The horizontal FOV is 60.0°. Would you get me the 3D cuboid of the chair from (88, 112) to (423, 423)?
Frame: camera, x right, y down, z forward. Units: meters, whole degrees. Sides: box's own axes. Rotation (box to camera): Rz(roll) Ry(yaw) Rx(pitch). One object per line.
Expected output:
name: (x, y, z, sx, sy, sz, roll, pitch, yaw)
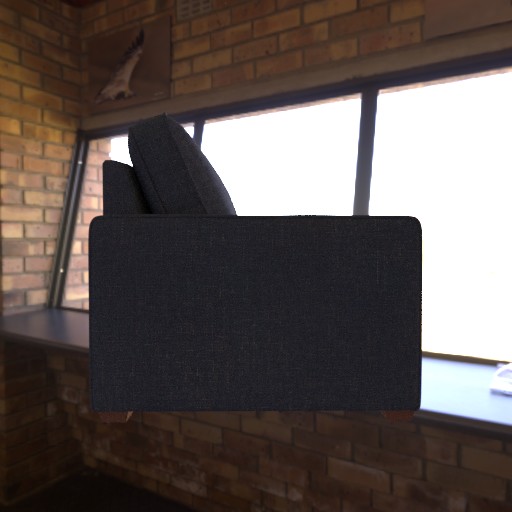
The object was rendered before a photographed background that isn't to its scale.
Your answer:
chair: (0.000, 0.000, 1.706, 0.940, 0.919, 1.017, 0, 2, -1)
